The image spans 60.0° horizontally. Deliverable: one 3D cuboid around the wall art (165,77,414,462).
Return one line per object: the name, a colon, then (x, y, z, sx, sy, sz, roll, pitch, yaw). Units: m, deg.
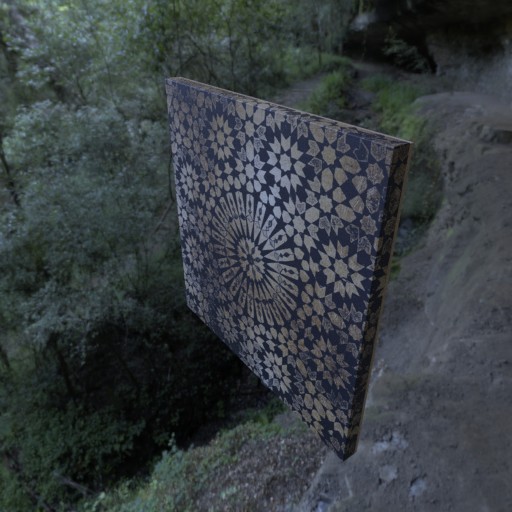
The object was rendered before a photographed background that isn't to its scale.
wall art: (0.000, 0.000, 0.909, 0.038, 0.612, 0.612, -21, 37, -31)
